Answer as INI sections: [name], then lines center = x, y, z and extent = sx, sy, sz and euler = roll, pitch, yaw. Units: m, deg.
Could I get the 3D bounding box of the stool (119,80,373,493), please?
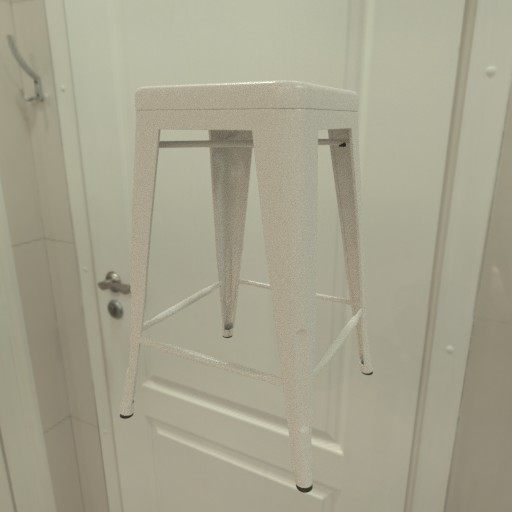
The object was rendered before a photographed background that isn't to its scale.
[stool]
center = 0.000, 0.000, 0.863
extent = 0.406, 0.610, 0.406
euler = 9, 19, 27
